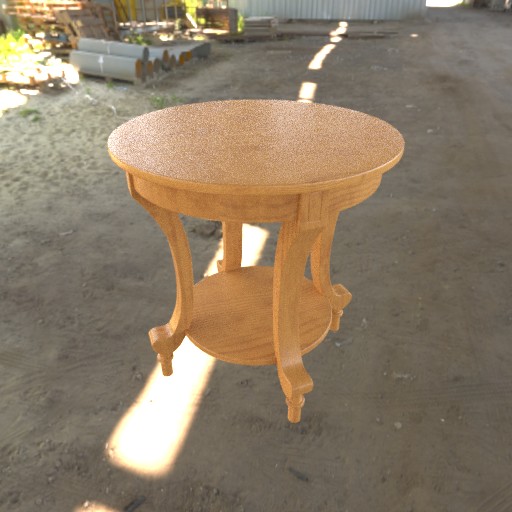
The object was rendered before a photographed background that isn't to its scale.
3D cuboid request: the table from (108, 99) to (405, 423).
[{"bbox_3d":[0.000,0.000,1.083,0.597,0.612,0.597,0,31,0],"label":"table"}]
